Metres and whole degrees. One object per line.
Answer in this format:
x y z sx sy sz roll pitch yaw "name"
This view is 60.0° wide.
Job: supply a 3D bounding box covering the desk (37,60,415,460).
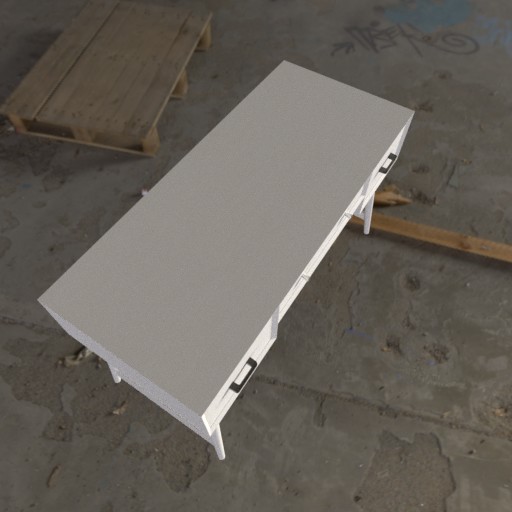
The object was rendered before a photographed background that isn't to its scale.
0.000 0.000 1.758 0.589 0.762 1.313 29 62 17 "desk"
